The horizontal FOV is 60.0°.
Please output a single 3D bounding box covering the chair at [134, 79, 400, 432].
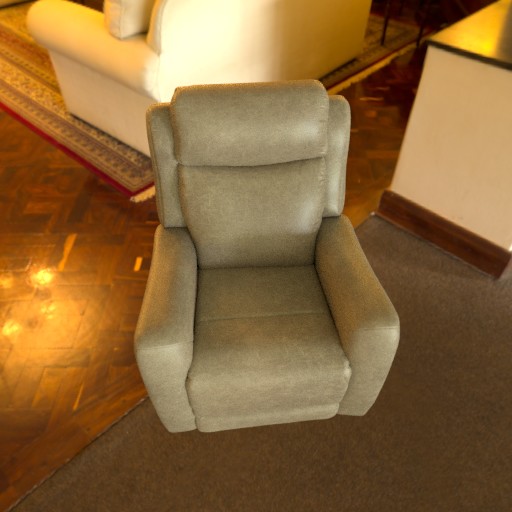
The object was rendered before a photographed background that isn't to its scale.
[{"bbox_3d":[0.000,0.000,1.894,0.967,1.116,1.068,-4,46,-3],"label":"chair"}]
